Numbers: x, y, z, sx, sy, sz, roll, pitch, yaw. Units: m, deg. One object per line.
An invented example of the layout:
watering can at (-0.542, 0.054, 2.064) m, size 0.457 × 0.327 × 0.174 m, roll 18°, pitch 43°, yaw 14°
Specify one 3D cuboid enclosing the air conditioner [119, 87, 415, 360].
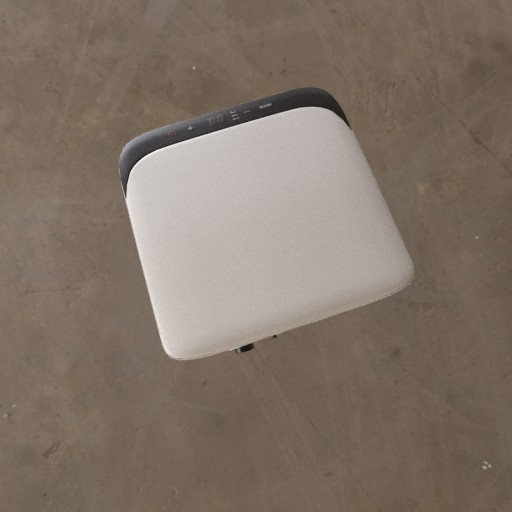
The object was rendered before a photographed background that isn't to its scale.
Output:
air conditioner at (0.000, 0.000, 0.952) m, size 0.352 × 0.716 × 0.369 m, roll -18°, pitch 78°, yaw -4°
